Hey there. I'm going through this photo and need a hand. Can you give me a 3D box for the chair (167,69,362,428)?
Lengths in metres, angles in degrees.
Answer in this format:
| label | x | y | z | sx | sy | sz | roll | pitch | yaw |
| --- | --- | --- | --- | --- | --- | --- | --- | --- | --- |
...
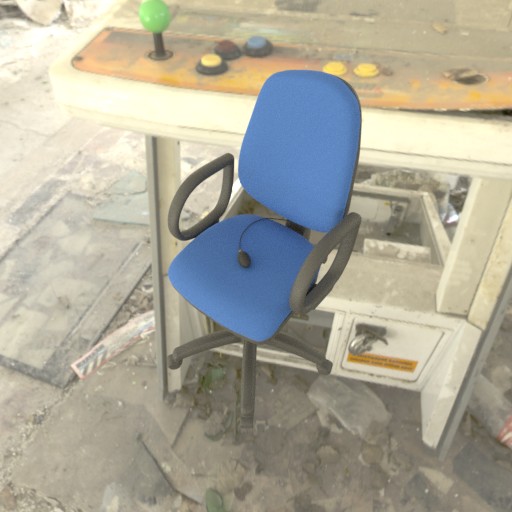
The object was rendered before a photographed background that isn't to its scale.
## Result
| label | x | y | z | sx | sy | sz | roll | pitch | yaw |
| --- | --- | --- | --- | --- | --- | --- | --- | --- | --- |
| chair | 0.000 | 0.000 | 1.261 | 0.552 | 0.905 | 0.549 | 30 | 53 | 26 |
